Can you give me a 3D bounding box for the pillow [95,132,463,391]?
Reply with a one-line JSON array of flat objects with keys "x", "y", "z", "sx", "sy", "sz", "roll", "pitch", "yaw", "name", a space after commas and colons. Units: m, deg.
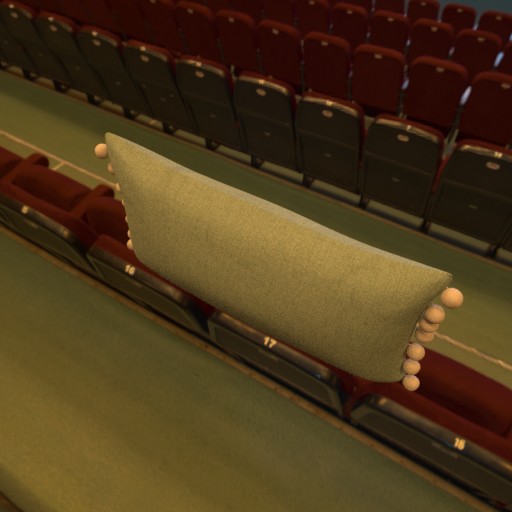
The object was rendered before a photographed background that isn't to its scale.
[{"x": 0.000, "y": 0.000, "z": 0.837, "sx": 0.709, "sy": 0.322, "sz": 0.201, "roll": 24, "pitch": 52, "yaw": 21, "name": "pillow"}]
